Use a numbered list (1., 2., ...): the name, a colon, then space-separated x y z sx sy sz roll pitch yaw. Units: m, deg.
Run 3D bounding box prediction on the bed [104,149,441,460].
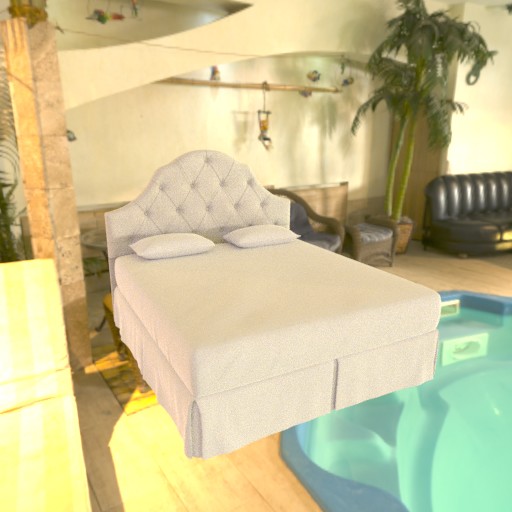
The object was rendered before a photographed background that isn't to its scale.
1. bed: 0.000 0.000 3.600 2.008 1.615 2.214 -8 17 -27
